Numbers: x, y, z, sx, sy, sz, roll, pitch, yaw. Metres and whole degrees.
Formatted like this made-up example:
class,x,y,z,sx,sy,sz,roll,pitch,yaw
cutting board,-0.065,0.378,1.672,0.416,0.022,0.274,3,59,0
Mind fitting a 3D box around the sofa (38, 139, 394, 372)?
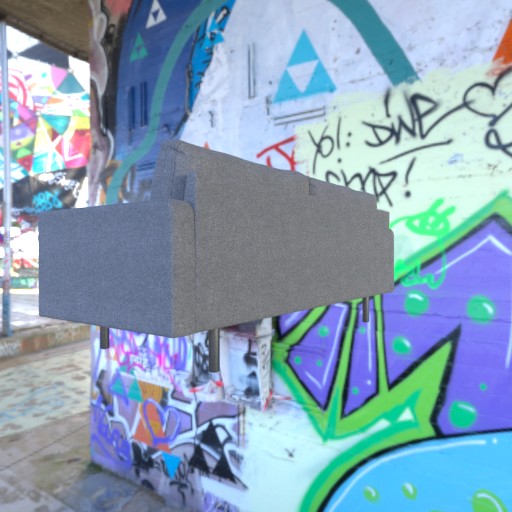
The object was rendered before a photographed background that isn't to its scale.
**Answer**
class,x,y,z,sx,sy,sz,roll,pitch,yaw
sofa,0.000,0.000,2.517,0.880,0.880,2.100,0,1,36
